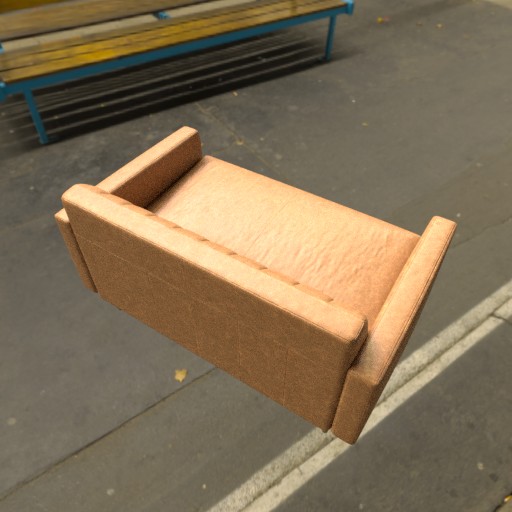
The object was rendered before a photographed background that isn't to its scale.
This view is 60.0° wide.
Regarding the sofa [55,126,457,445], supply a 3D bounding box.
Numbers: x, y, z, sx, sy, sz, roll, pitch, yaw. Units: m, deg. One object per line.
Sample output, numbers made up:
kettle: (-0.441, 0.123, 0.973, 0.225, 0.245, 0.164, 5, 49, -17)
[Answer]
sofa: (0.000, 0.000, 2.117, 1.549, 0.820, 0.960, 25, 51, 22)
